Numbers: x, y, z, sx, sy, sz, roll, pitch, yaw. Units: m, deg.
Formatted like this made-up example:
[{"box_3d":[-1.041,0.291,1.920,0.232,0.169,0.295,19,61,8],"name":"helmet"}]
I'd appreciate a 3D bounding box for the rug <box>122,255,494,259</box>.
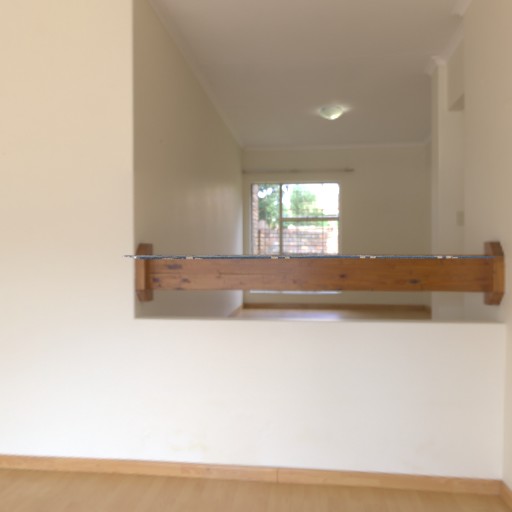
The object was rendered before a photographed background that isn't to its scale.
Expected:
[{"box_3d":[0.000,0.000,2.707,1.524,0.013,2.135,0,0,-18],"name":"rug"}]
